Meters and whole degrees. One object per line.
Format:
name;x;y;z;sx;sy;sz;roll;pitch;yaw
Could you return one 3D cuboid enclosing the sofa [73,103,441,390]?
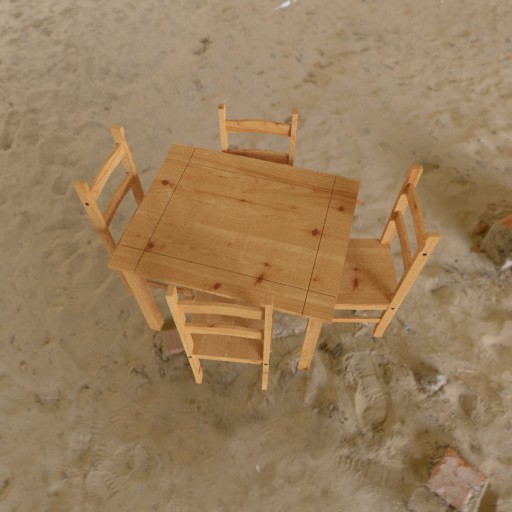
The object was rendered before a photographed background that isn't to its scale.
sofa;0.000;0.000;2.271;1.529;1.000;1.144;13;58;8
